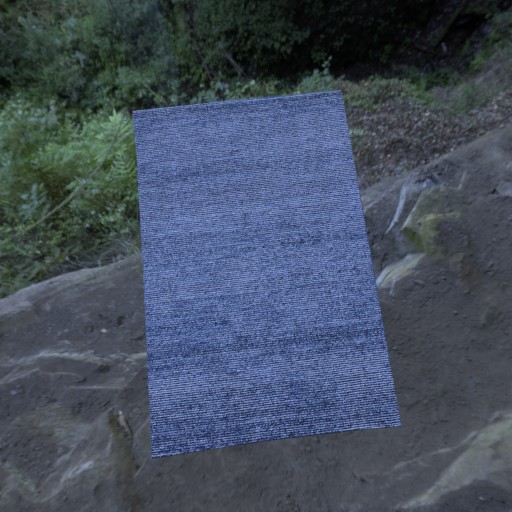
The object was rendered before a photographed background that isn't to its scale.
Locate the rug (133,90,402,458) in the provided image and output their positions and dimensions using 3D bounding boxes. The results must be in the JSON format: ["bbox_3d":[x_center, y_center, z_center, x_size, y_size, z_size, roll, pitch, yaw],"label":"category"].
[{"bbox_3d":[0.000,0.000,2.187,1.135,0.010,1.740,-6,77,-1],"label":"rug"}]
